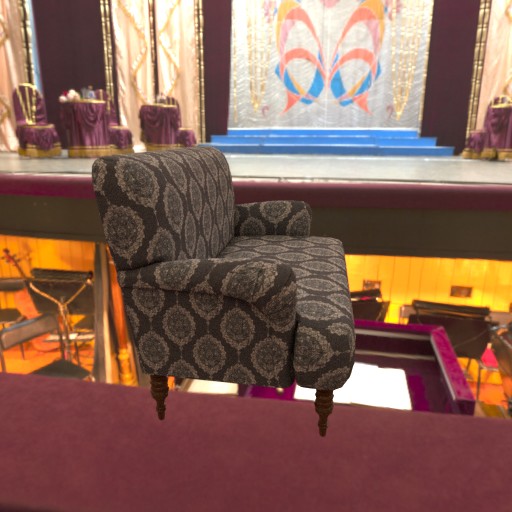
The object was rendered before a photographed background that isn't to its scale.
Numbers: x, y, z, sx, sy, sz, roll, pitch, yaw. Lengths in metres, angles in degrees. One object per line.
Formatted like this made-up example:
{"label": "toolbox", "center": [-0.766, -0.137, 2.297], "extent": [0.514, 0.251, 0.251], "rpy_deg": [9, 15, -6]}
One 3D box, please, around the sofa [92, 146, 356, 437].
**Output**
{"label": "sofa", "center": [0.000, 0.000, 1.860], "extent": [0.779, 0.867, 1.297], "rpy_deg": [2, 16, 9]}
